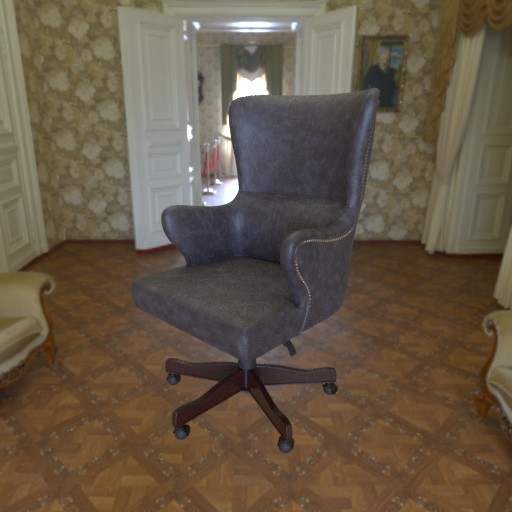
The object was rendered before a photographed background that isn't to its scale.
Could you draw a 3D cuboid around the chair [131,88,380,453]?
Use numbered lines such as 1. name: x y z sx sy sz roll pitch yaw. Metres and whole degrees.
1. chair: 0.000 0.000 1.453 0.594 1.037 0.717 15 23 41
